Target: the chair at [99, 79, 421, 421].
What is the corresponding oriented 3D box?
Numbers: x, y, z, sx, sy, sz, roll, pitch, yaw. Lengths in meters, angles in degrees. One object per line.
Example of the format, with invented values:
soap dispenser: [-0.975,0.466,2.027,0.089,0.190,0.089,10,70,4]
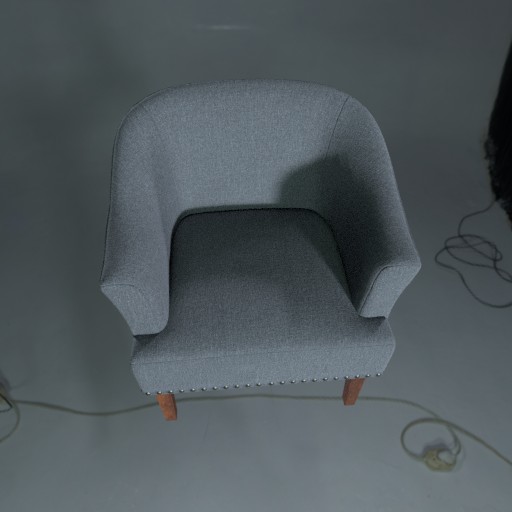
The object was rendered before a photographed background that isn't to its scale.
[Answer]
chair: [0.000,0.000,1.373,0.798,0.815,0.704,-4,46,-4]
